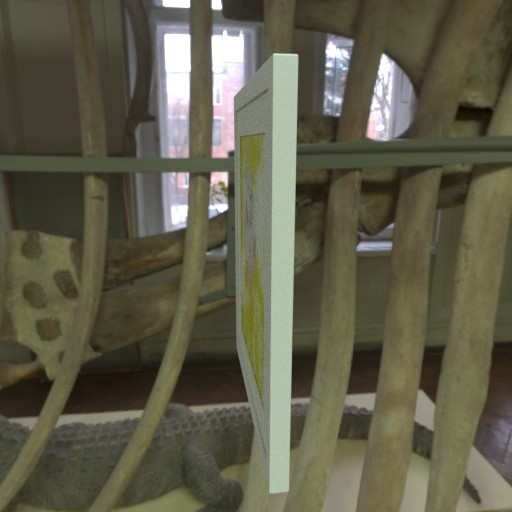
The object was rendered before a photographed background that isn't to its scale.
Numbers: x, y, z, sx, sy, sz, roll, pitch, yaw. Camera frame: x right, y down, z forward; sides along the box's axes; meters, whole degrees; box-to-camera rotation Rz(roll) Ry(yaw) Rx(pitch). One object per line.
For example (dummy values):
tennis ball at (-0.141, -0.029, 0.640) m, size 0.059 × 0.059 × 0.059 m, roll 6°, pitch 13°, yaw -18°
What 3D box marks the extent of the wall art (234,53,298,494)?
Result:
wall art at (0.000, 0.000, 0.755) m, size 0.028 × 0.556 × 0.454 m, roll -2°, pitch 14°, yaw -8°
